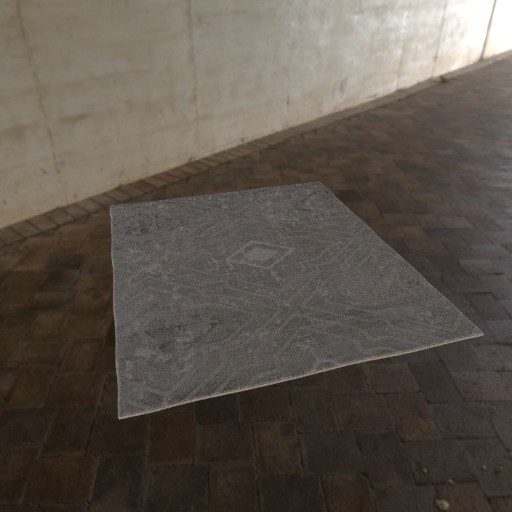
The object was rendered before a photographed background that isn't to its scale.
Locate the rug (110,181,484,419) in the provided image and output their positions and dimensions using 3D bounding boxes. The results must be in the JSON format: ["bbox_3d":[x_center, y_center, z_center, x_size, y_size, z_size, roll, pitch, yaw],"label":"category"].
[{"bbox_3d":[0.000,0.000,0.878,0.548,0.006,0.639,-9,33,-14],"label":"rug"}]
